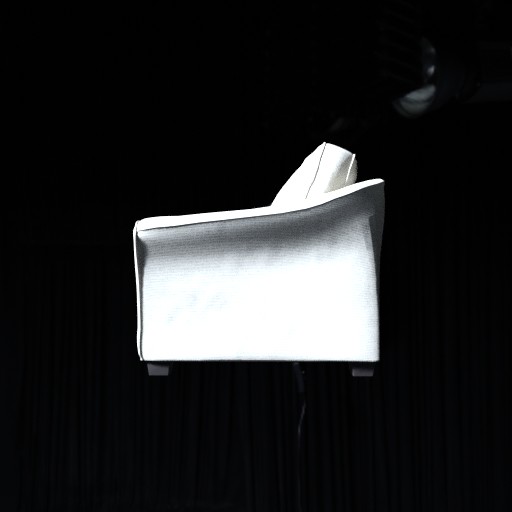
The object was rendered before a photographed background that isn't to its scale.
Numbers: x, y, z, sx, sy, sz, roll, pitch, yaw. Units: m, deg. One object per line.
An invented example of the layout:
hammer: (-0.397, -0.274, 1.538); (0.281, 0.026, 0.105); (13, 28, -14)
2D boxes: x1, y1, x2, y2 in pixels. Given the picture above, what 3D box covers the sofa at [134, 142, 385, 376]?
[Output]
sofa: (0.000, 0.000, 2.770); (0.980, 0.965, 2.270); (0, 0, 0)
